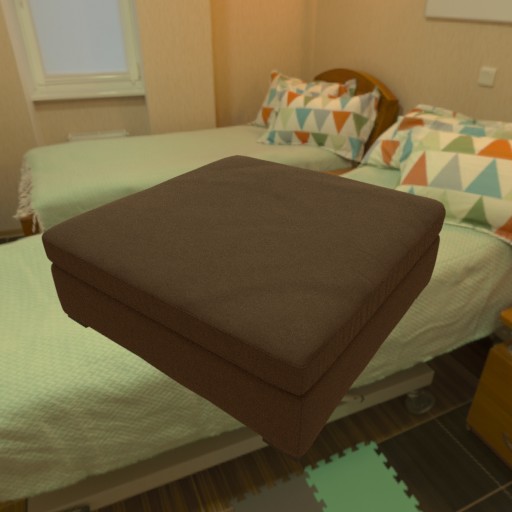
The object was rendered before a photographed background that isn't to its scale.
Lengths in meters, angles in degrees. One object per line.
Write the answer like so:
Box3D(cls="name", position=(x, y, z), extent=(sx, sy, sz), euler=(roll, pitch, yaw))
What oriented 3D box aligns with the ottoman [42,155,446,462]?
Box3D(cls="ottoman", position=(0.000, 0.000, 1.838), extent=(1.181, 0.470, 1.181), euler=(21, 36, 31))
